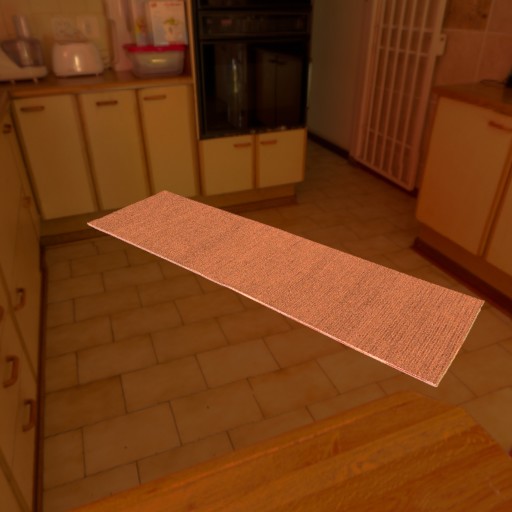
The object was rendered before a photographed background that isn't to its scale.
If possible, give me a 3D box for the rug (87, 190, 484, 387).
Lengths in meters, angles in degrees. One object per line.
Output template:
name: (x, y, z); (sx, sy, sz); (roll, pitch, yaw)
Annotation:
rug: (0.000, 0.000, 2.555); (2.320, 0.032, 0.692); (22, 37, 32)
